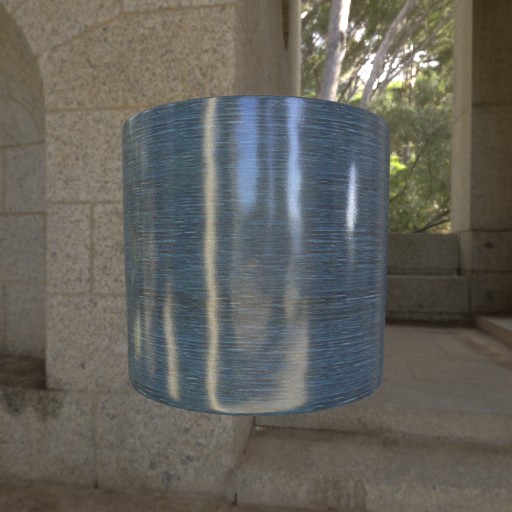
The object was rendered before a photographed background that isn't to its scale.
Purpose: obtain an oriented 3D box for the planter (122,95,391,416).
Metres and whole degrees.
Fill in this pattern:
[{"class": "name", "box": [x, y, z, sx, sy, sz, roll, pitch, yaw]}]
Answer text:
[{"class": "planter", "box": [0.000, 0.000, 0.383, 0.221, 0.201, 0.221, 0, 1, 0]}]
